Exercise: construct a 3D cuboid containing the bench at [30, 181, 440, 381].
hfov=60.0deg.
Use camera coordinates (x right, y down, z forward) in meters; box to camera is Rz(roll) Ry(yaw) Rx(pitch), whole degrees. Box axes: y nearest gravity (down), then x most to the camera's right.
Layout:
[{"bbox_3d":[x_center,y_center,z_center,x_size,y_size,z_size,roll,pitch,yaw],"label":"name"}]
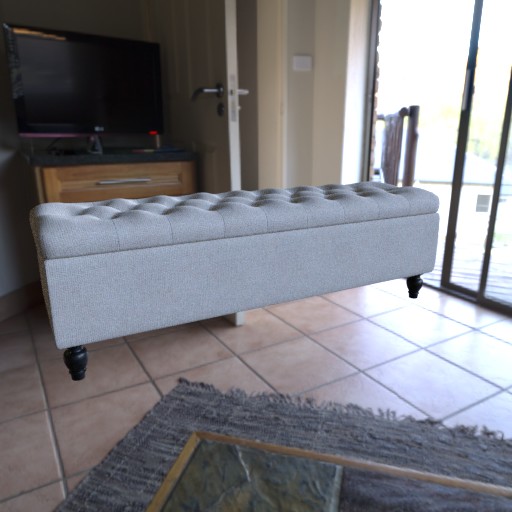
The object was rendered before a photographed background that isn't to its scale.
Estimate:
[{"bbox_3d":[0.000,0.000,1.677,1.480,0.467,0.455,-8,18,-27],"label":"bench"}]
